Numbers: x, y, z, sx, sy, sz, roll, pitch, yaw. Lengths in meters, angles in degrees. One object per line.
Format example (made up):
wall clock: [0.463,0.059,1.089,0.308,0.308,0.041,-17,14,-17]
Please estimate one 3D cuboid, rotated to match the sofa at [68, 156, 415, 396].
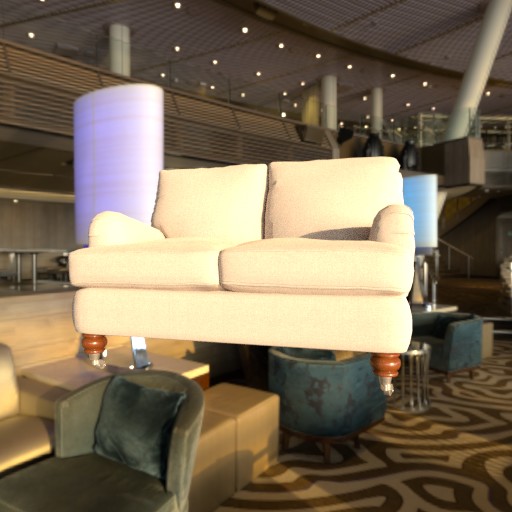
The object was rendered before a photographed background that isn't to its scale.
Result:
sofa: [0.000,0.000,2.257,1.508,1.048,1.087,0,1,17]
